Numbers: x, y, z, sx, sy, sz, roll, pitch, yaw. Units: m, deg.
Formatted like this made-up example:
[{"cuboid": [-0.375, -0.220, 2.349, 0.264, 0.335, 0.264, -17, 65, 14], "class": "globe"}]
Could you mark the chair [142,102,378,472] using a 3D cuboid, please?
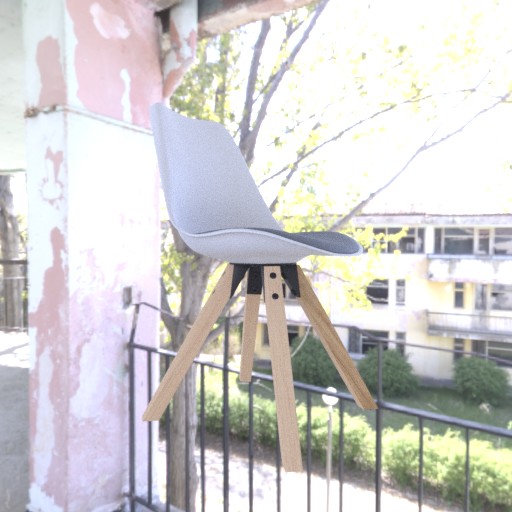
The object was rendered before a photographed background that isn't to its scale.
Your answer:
[{"cuboid": [0.000, 0.000, 1.194, 0.550, 0.850, 0.485, 1, 2, 36], "class": "chair"}]
